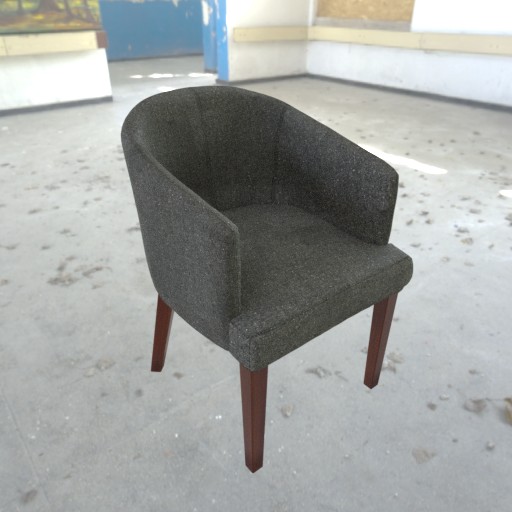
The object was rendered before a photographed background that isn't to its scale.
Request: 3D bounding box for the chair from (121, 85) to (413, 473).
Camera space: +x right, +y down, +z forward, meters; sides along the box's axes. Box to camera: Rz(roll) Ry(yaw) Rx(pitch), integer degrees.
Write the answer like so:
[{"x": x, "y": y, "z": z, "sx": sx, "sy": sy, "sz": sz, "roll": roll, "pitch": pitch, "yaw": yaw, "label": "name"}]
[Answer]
[{"x": 0.000, "y": 0.000, "z": 1.228, "sx": 0.583, "sy": 0.811, "sz": 0.655, "roll": -22, "pitch": 36, "yaw": -32, "label": "chair"}]
